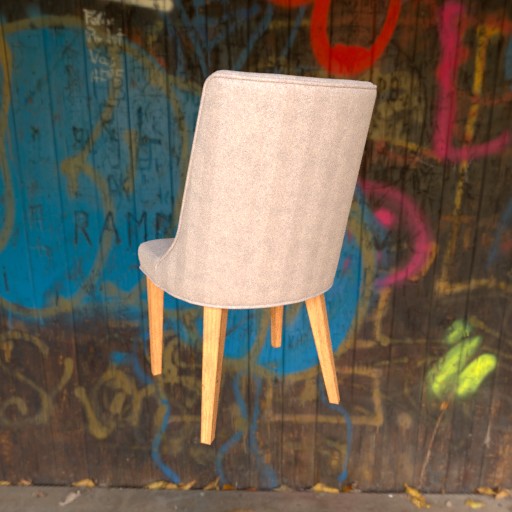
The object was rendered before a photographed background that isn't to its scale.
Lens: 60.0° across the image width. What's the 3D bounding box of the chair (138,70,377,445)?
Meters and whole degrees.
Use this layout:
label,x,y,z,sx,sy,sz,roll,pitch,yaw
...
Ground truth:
label,x,y,z,sx,sy,sz,roll,pitch,yaw
chair,0.000,0.000,1.277,0.548,0.916,0.636,-7,16,-26
